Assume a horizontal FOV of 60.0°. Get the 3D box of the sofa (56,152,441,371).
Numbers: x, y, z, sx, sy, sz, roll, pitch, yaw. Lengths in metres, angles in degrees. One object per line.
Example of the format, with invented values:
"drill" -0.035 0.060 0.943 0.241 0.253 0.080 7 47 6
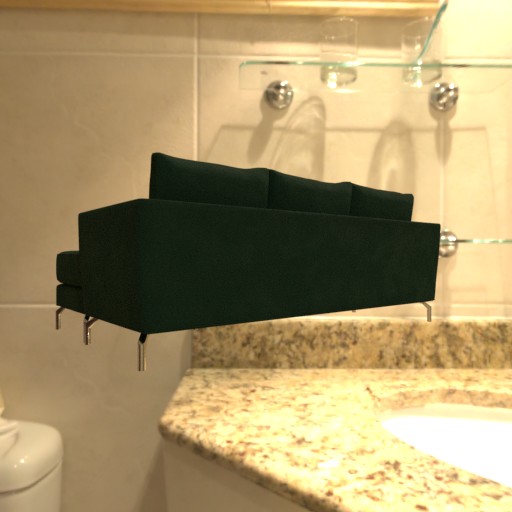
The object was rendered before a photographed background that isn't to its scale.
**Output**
"sofa" 0.000 0.000 3.196 2.441 1.007 1.489 0 0 -38
